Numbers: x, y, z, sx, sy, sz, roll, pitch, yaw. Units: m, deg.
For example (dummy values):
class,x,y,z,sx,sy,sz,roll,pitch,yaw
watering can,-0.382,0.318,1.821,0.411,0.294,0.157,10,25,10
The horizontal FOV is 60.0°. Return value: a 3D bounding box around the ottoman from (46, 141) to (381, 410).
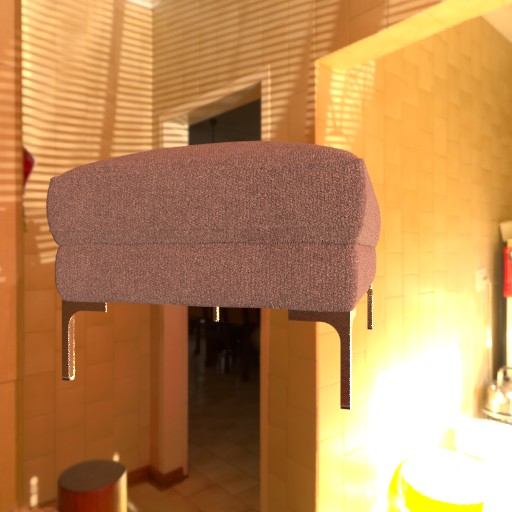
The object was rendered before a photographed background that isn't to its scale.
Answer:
class,x,y,z,sx,sy,sz,roll,pitch,yaw
ottoman,0.000,0.000,1.114,0.583,0.464,0.785,0,1,17
